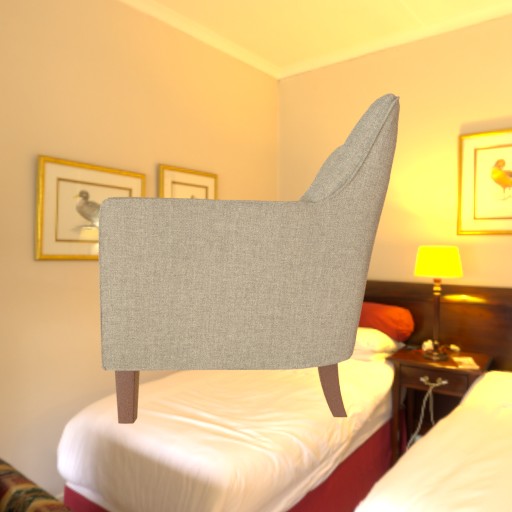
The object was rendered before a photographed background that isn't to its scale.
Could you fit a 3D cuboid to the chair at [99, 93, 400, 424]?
[{"bbox_3d":[0.000,0.000,1.780,0.993,1.047,0.887,0,1,0],"label":"chair"}]
